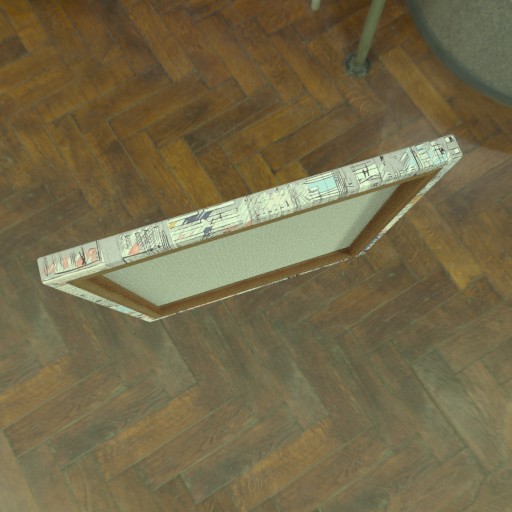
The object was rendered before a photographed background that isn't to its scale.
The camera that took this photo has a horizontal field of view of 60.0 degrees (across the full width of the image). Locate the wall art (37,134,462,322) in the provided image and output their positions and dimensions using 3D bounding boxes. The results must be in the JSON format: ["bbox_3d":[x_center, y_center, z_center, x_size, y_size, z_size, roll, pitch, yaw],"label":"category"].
[{"bbox_3d":[0.000,0.000,1.135,0.761,0.762,0.048,-17,77,-4],"label":"wall art"}]
